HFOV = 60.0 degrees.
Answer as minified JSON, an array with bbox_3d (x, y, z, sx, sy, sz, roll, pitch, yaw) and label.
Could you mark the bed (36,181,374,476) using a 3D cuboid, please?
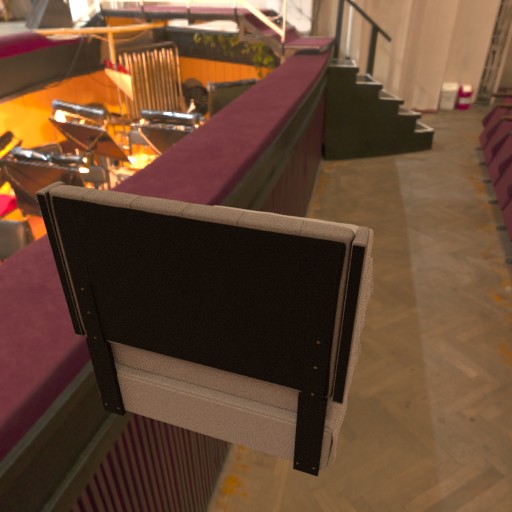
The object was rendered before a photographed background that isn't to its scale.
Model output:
[{"bbox_3d":[0.000,0.000,3.313,1.719,1.665,2.066,10,33,16],"label":"bed"}]
